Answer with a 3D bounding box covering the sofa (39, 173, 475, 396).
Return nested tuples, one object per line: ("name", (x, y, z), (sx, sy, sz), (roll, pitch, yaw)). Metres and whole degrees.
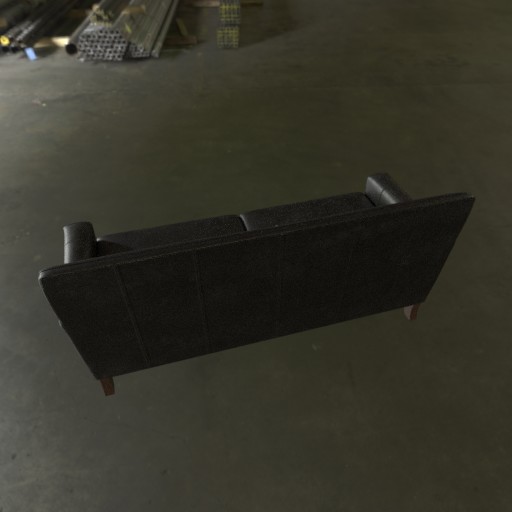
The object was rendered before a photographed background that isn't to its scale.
("sofa", (0.000, 0.000, 2.552), (2.053, 0.947, 0.805), (-11, 42, -12))
